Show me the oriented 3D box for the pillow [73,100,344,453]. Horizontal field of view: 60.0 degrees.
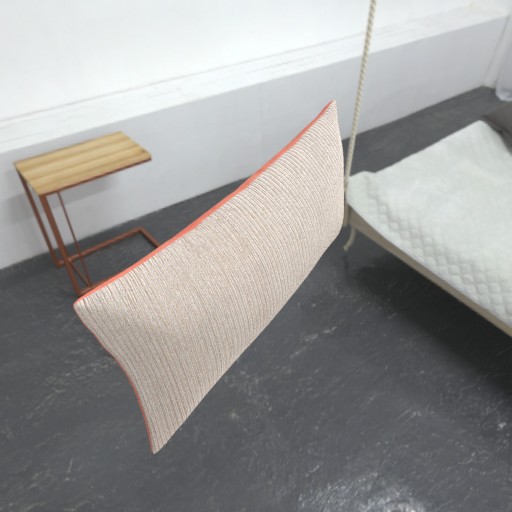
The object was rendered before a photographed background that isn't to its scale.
[{"bbox_3d":[0.000,0.000,0.738,0.155,0.307,0.608,25,48,24],"label":"pillow"}]
